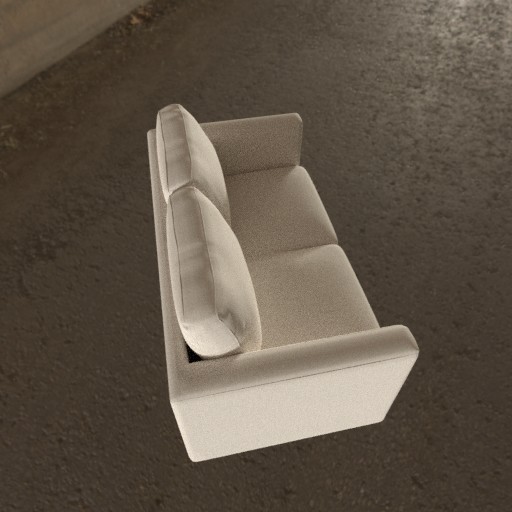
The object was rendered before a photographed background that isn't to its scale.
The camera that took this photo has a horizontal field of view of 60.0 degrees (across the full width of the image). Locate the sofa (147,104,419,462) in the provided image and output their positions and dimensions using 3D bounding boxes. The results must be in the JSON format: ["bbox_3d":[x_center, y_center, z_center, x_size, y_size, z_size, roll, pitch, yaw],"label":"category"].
[{"bbox_3d":[0.000,0.000,1.940,0.796,0.908,1.430,-9,49,-8],"label":"sofa"}]
